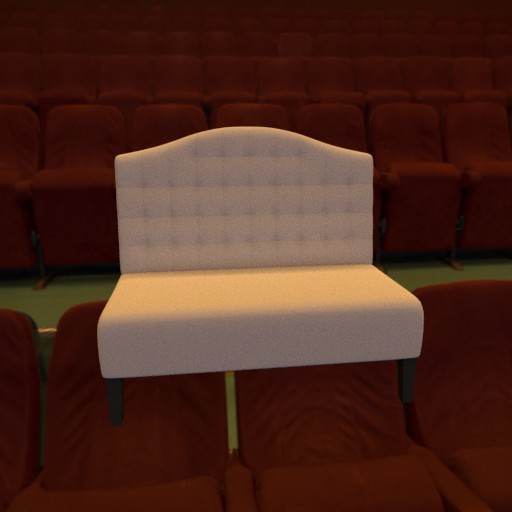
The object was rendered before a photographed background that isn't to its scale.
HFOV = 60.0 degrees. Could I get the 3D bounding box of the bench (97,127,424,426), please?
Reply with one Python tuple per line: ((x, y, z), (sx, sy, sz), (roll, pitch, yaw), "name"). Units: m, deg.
((0.000, 0.000, 2.094), (1.335, 1.180, 0.815), (-2, 16, -7), "bench")
